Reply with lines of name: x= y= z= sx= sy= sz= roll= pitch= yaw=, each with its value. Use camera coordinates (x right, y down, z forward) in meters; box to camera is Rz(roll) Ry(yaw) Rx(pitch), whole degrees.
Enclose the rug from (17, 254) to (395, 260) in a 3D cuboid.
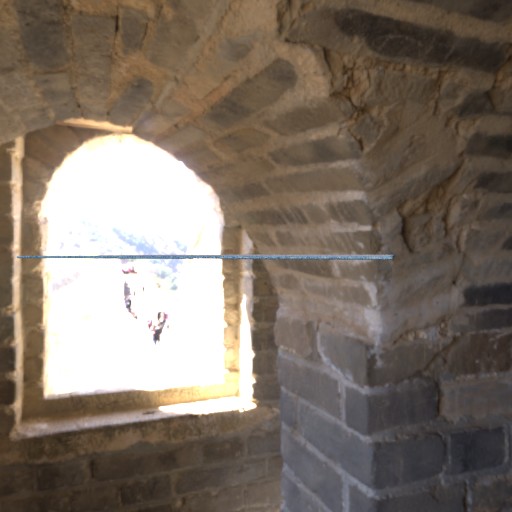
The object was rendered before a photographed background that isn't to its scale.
rug: x=0.000 y=0.000 z=4.080 sx=2.441 sy=0.016 sz=3.050 roll=0 pitch=0 yaw=18
